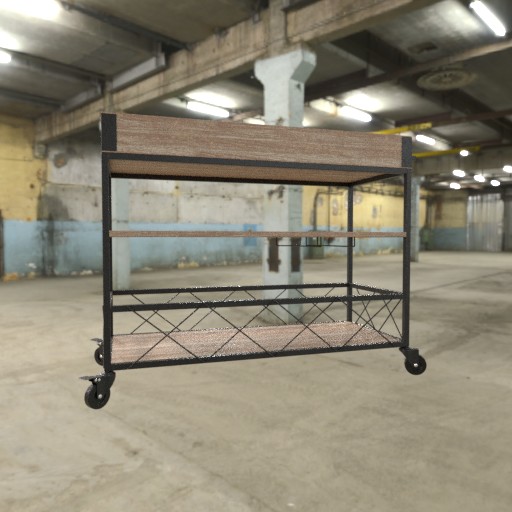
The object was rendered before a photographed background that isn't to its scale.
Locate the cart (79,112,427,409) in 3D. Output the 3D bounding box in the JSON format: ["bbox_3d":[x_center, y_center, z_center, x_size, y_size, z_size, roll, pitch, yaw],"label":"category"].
[{"bbox_3d":[0.000,0.000,1.517,1.101,0.787,0.500,-1,2,-17],"label":"cart"}]
